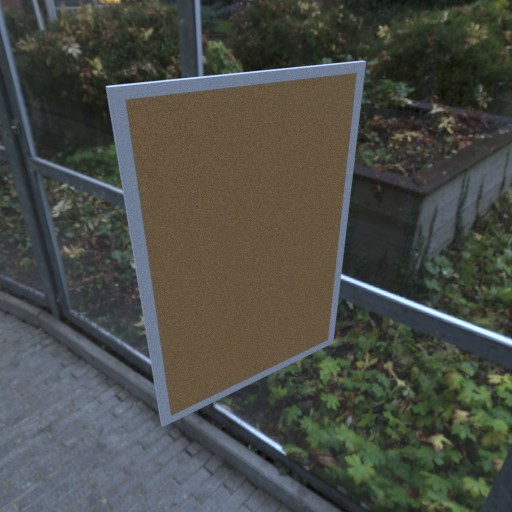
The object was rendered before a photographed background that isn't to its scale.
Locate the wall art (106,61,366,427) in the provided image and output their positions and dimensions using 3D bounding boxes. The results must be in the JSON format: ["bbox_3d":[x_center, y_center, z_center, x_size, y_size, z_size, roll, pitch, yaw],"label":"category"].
[{"bbox_3d":[0.000,0.000,1.213,0.659,0.940,0.013,-18,35,-28],"label":"wall art"}]
